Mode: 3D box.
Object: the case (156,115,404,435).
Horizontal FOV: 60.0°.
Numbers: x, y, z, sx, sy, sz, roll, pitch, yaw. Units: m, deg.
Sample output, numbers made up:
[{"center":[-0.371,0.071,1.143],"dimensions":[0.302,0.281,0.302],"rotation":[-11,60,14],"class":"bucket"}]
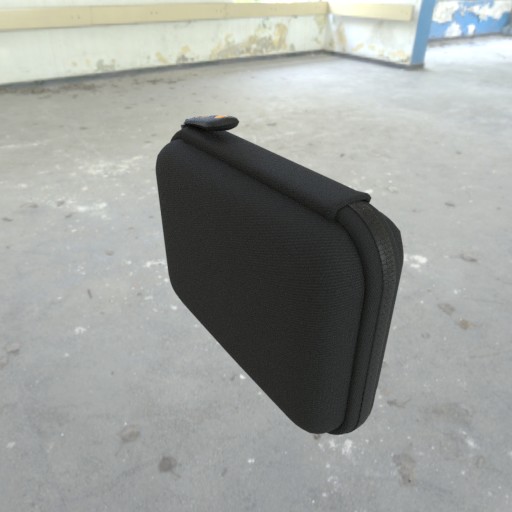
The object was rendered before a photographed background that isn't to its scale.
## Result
[{"center":[0.000,0.000,0.184],"dimensions":[0.038,0.105,0.132],"rotation":[-21,37,-29],"class":"case"}]
